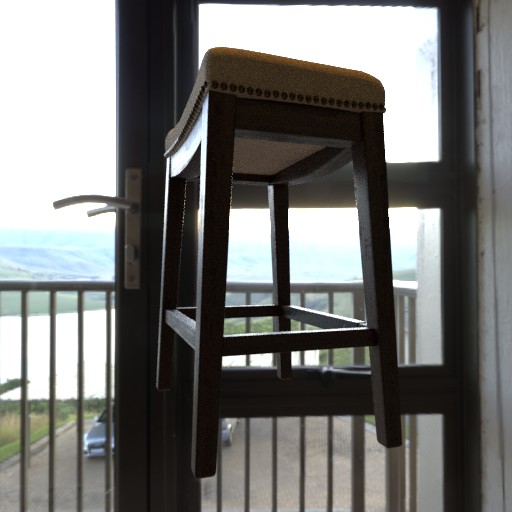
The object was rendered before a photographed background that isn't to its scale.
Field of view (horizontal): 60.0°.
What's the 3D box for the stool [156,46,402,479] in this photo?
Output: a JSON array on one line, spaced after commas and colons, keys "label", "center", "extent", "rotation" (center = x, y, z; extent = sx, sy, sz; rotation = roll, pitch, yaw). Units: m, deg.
[{"label": "stool", "center": [0.000, 0.000, 0.954], "extent": [0.363, 0.669, 0.509], "rotation": [0, -1, -19]}]
